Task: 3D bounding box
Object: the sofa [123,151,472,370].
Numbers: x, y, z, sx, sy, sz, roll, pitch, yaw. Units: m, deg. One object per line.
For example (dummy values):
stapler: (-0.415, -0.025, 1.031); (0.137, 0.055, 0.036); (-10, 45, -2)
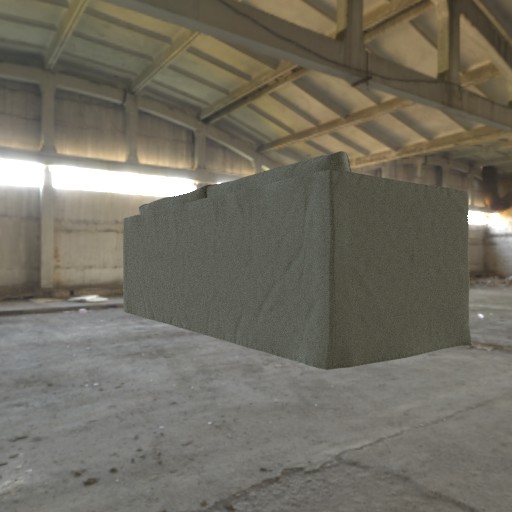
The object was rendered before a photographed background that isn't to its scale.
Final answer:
sofa: (0.000, 0.000, 2.779); (0.962, 0.853, 2.312); (0, -1, -35)
